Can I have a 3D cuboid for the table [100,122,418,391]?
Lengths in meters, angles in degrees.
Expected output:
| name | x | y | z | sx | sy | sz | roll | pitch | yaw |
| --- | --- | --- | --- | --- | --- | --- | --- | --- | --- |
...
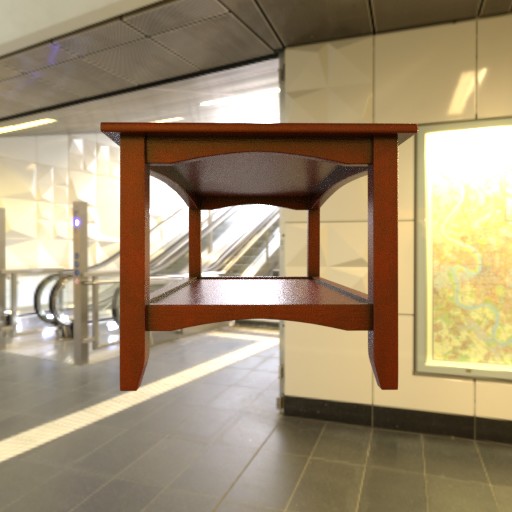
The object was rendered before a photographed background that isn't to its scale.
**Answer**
| name | x | y | z | sx | sy | sz | roll | pitch | yaw |
| --- | --- | --- | --- | --- | --- | --- | --- | --- | --- |
| table | 0.000 | 0.000 | 1.214 | 0.533 | 0.456 | 0.943 | 0 | 1 | -1 |
